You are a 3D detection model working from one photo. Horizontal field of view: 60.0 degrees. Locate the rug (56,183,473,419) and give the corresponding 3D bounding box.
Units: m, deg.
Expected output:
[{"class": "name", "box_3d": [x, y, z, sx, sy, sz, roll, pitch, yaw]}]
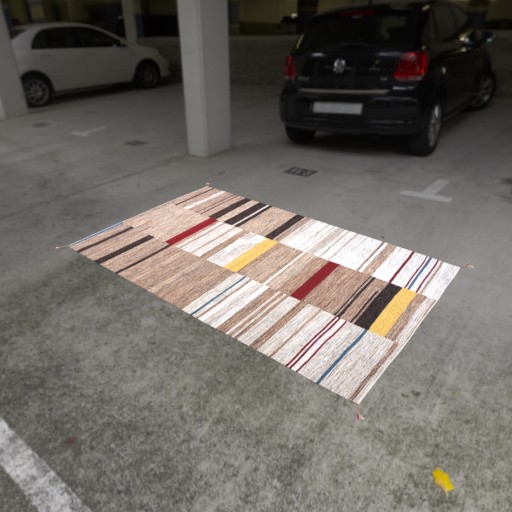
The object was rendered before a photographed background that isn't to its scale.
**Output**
[{"class": "rug", "box_3d": [0.000, 0.000, 2.400, 1.918, 0.007, 1.268, 22, 37, 32]}]
